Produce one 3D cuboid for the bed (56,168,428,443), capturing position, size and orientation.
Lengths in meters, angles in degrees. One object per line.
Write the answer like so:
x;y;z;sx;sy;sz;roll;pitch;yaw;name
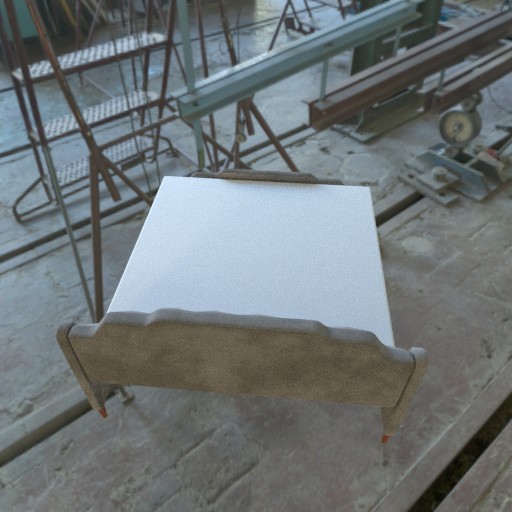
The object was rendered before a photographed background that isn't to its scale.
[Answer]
0.000;0.000;3.535;2.074;1.245;2.340;4;44;4;bed
